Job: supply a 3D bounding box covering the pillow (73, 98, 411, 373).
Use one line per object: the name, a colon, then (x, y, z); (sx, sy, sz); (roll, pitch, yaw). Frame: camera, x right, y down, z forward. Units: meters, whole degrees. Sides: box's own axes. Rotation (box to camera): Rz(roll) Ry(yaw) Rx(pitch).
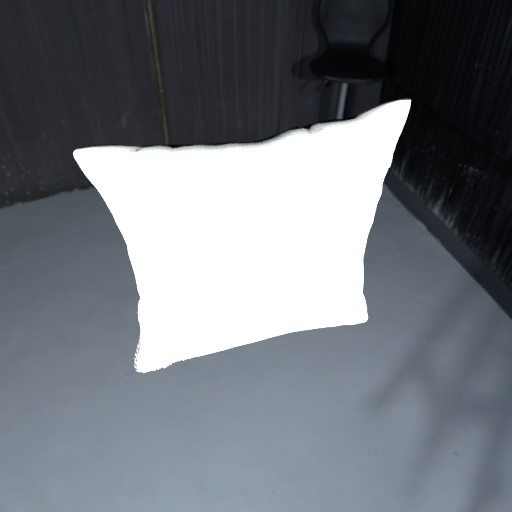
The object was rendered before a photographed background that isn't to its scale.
pillow: (0.000, 0.000, 0.737); (0.475, 0.473, 0.178); (-11, 43, -13)
